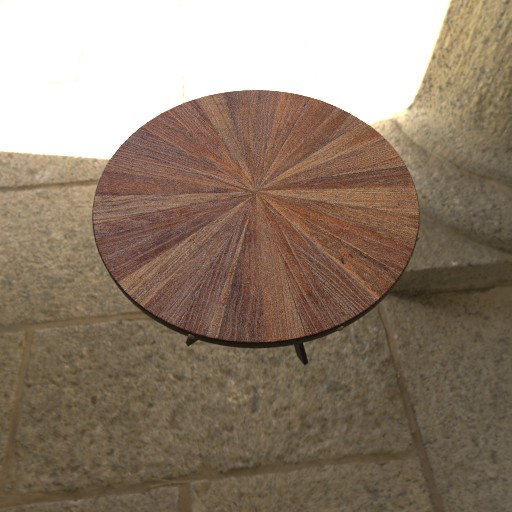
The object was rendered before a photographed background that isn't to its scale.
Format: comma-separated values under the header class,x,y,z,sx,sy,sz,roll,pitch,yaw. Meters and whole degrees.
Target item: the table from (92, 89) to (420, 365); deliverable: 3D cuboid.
class,x,y,z,sx,sy,sz,roll,pitch,yaw
table,0.000,0.000,1.494,0.885,0.658,0.885,0,57,0
